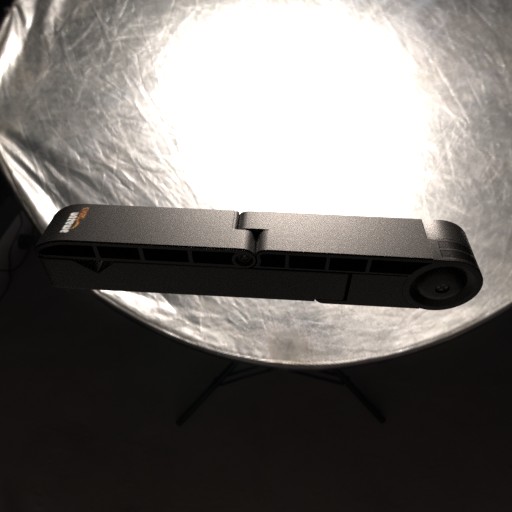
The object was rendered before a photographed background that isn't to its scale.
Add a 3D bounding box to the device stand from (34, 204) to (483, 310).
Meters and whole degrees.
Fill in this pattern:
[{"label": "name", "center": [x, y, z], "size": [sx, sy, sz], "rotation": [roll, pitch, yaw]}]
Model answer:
[{"label": "device stand", "center": [0.000, 0.000, 0.187], "size": [0.179, 0.030, 0.026], "rotation": [3, 45, 3]}]
